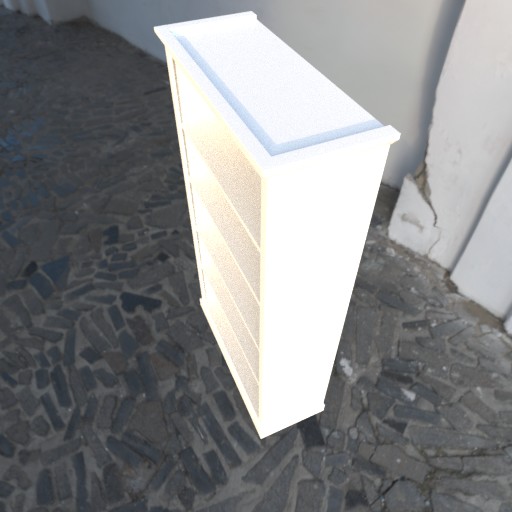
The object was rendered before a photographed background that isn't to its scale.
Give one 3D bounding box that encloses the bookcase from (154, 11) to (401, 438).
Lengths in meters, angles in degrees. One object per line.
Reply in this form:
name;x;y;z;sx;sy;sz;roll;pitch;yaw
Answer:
bookcase;0.000;0.000;2.214;0.432;1.880;1.050;-18;50;-16
